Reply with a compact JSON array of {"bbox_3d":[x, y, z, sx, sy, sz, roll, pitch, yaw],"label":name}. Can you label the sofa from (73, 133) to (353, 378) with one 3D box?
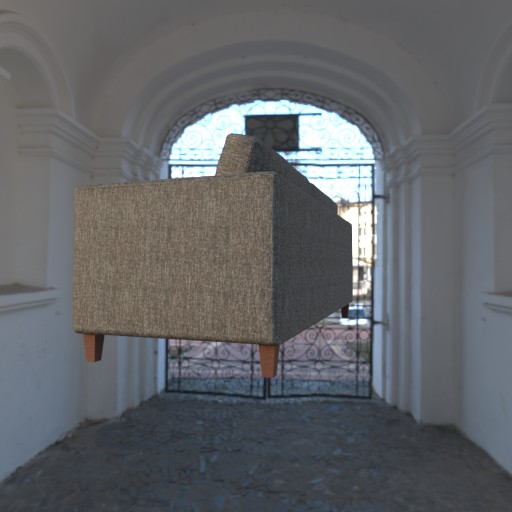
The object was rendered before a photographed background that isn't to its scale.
[{"bbox_3d":[0.000,0.000,2.777,0.948,0.960,2.208,0,-1,19],"label":"sofa"}]
